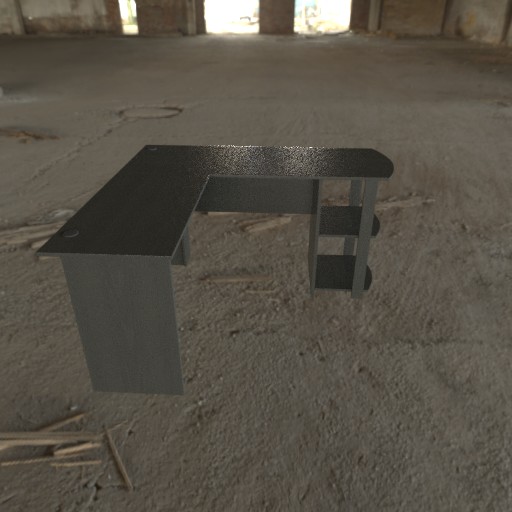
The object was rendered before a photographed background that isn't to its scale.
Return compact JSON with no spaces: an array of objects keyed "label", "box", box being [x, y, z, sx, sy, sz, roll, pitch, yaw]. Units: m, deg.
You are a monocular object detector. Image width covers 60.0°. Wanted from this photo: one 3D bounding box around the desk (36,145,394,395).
[{"label":"desk","box":[0.000,0.000,2.150,1.361,0.716,1.303,2,29,3]}]
